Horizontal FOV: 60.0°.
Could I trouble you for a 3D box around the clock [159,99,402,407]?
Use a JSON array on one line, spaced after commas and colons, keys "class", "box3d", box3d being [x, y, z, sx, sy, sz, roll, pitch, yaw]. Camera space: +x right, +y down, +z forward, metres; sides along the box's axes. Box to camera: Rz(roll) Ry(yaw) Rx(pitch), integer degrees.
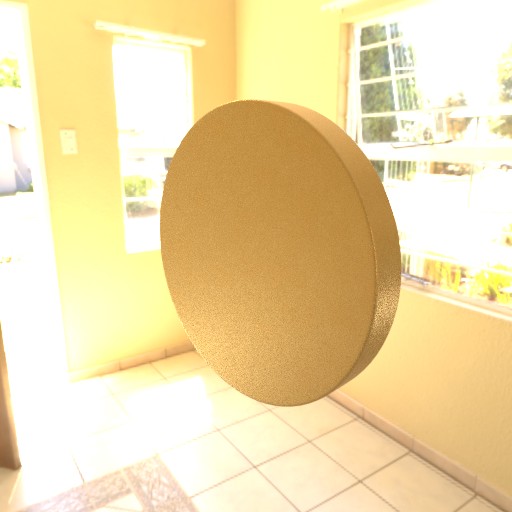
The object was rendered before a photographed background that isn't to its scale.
[{"class": "clock", "box3d": [0.000, 0.000, 0.472, 0.040, 0.314, 0.314, -13, 19, -43]}]
